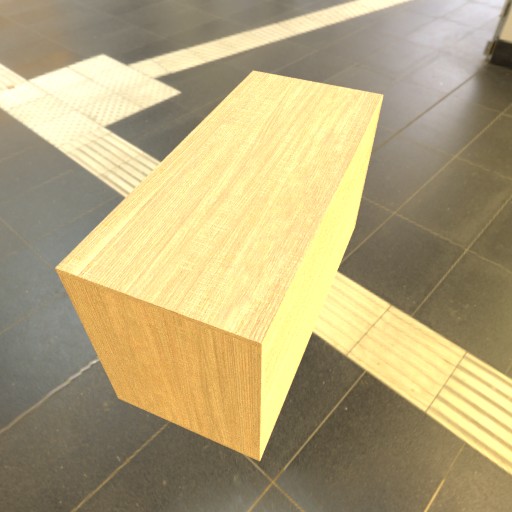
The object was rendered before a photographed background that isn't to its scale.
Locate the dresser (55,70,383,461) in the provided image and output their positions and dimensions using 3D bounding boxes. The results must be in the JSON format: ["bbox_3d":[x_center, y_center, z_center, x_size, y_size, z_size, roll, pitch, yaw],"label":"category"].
[{"bbox_3d":[0.000,0.000,1.554,0.500,0.780,1.110,17,49,16],"label":"dresser"}]
